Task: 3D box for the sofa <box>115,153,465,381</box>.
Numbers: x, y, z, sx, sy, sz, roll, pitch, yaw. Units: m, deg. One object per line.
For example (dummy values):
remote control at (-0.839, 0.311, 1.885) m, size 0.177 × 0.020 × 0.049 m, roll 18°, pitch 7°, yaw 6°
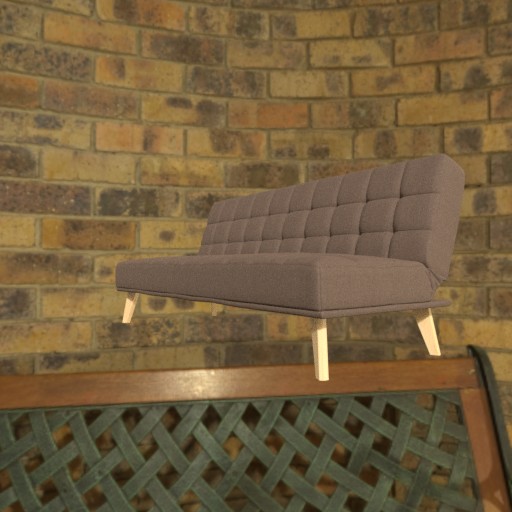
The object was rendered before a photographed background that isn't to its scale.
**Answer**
sofa at (0.000, 0.000, 2.297) m, size 0.860 × 0.810 × 1.800 m, roll 1°, pitch -1°, yaw -37°
